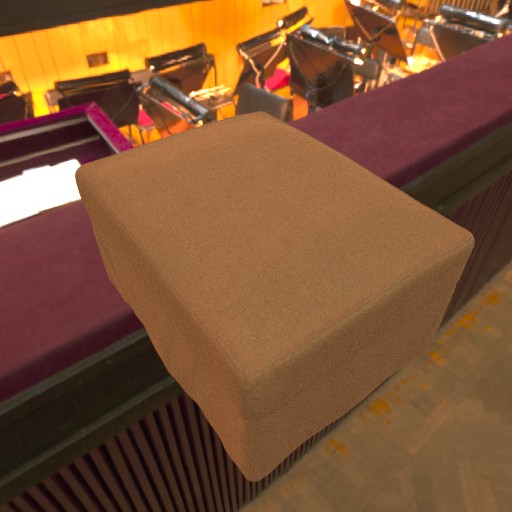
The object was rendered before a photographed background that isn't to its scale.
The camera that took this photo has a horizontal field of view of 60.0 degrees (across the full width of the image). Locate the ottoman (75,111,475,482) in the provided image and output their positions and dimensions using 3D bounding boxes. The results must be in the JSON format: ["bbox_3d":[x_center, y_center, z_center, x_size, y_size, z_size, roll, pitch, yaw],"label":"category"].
[{"bbox_3d":[0.000,0.000,1.222,0.650,0.485,0.833,-27,49,-26],"label":"ottoman"}]
